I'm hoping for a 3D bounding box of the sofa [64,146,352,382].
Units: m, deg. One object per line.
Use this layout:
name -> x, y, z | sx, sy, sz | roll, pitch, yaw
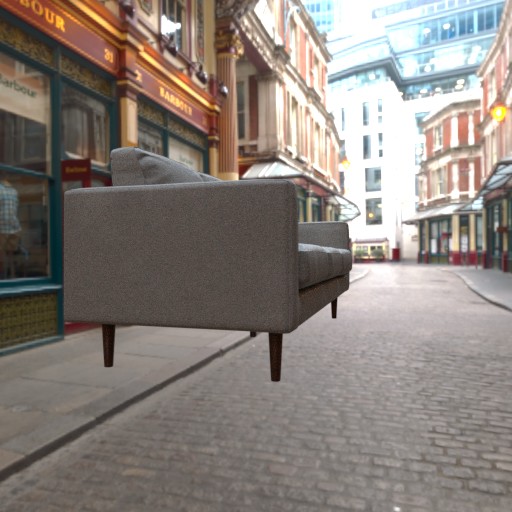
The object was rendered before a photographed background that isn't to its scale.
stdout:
sofa -> 0.000, 0.000, 2.512 | 0.944, 0.918, 1.983 | 0, 0, 17
